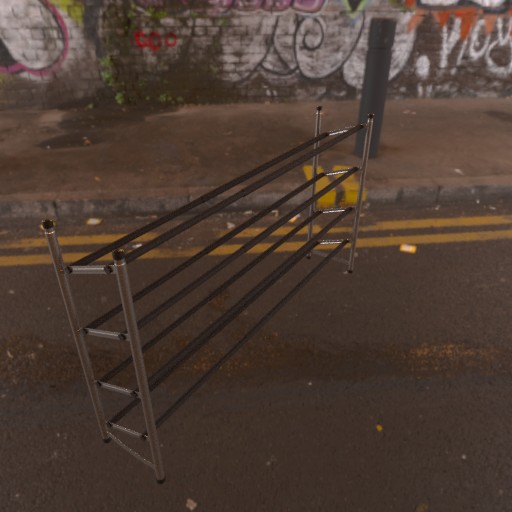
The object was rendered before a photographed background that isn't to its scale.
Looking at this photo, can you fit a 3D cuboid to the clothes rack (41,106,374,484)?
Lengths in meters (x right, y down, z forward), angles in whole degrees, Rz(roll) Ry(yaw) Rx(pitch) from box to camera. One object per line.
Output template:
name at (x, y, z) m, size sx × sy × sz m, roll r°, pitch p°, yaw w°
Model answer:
clothes rack at (0.000, 0.000, 1.392) m, size 0.229 × 0.672 × 1.168 m, roll 20°, pitch 37°, yaw 29°
